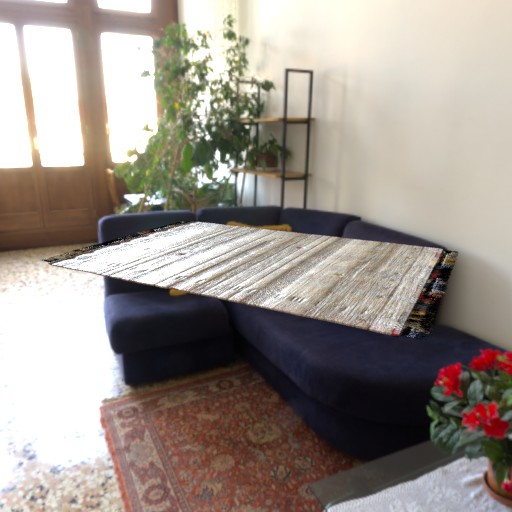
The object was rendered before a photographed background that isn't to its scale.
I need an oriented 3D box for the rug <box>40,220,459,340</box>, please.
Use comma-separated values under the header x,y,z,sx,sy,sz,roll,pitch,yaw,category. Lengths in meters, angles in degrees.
x,y,z,sx,sy,sz,roll,pitch,yaw,category
0.000,0.000,2.281,1.848,0.012,1.217,8,18,27,rug
